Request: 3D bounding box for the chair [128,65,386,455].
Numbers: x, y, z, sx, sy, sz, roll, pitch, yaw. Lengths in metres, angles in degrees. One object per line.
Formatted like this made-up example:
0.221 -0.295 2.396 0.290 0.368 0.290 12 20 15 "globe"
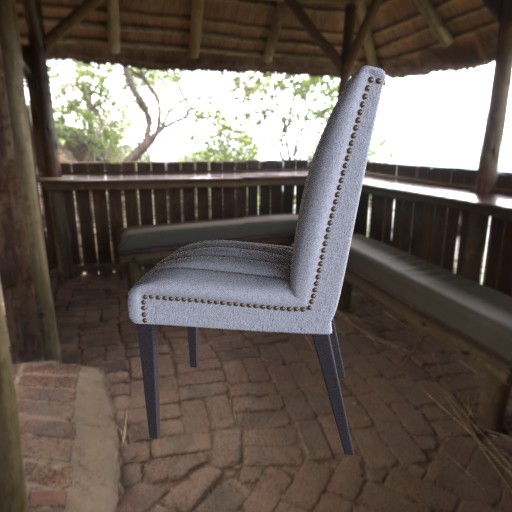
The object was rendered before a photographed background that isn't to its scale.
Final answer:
0.000 0.000 1.357 0.647 1.016 0.511 2 14 8 "chair"
